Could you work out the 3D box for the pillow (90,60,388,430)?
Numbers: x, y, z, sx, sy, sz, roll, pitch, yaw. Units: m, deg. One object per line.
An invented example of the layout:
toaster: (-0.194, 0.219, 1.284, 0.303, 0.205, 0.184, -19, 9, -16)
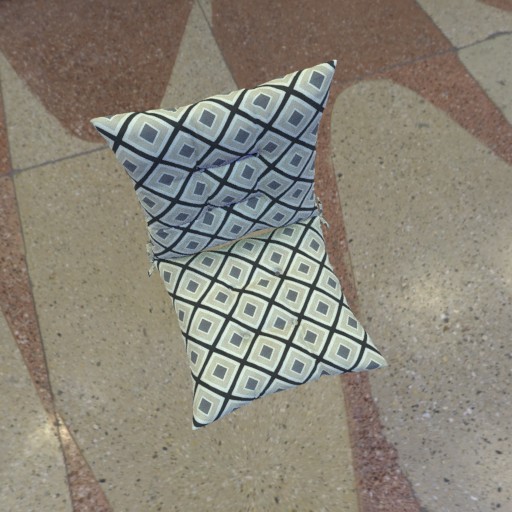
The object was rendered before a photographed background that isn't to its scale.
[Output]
pillow: (0.000, 0.000, 1.001, 0.541, 0.536, 0.585, -16, 65, -8)
